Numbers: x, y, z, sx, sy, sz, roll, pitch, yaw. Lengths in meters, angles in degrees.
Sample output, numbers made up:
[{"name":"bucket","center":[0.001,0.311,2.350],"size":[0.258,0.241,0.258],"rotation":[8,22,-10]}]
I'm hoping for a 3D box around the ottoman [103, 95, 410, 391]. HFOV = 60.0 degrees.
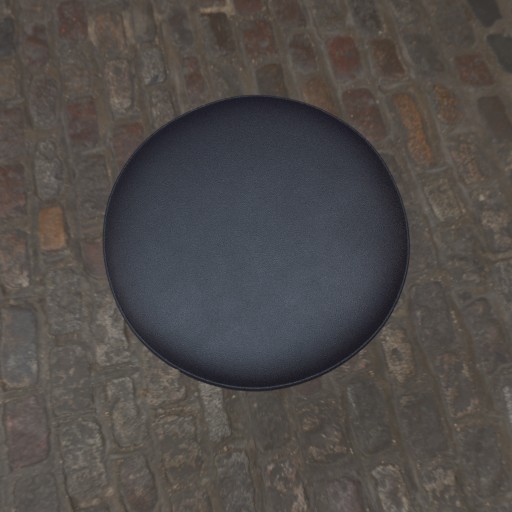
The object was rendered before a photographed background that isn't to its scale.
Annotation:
[{"name":"ottoman","center":[0.000,0.000,0.879],"size":[0.501,0.409,0.501],"rotation":[0,76,0]}]
